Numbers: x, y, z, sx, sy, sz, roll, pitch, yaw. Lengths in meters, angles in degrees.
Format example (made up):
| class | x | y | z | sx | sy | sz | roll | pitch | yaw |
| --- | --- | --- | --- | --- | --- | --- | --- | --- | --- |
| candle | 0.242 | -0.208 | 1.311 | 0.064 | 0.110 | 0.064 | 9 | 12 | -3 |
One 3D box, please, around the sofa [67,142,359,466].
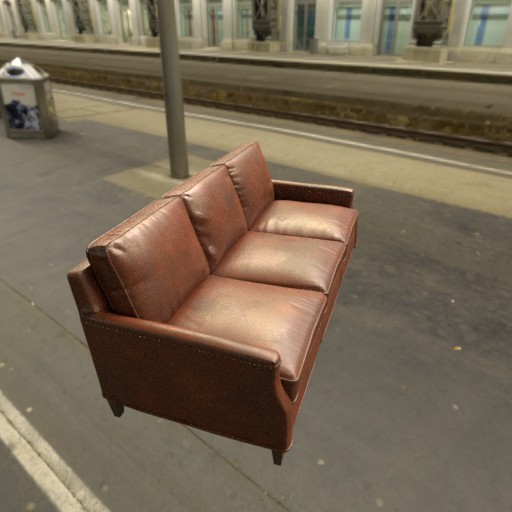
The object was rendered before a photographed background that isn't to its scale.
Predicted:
| class | x | y | z | sx | sy | sz | roll | pitch | yaw |
| --- | --- | --- | --- | --- | --- | --- | --- | --- | --- |
| sofa | 0.000 | 0.000 | 2.891 | 1.084 | 1.003 | 2.240 | 9 | 29 | 17 |
